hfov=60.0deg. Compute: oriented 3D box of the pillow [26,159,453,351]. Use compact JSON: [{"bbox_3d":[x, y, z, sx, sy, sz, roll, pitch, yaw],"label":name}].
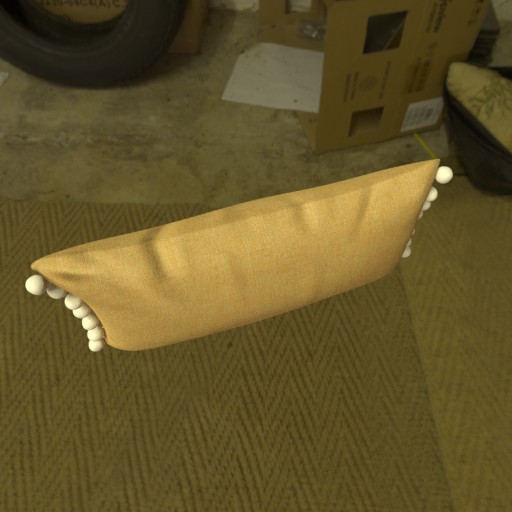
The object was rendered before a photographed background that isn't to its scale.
[{"bbox_3d":[0.000,0.000,0.808,0.709,0.322,0.201,-16,60,-9],"label":"pillow"}]
